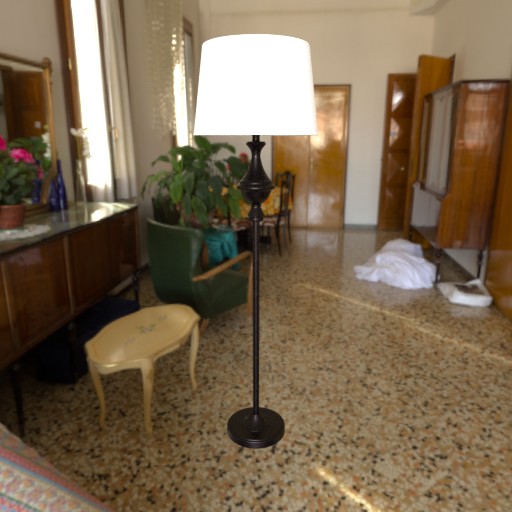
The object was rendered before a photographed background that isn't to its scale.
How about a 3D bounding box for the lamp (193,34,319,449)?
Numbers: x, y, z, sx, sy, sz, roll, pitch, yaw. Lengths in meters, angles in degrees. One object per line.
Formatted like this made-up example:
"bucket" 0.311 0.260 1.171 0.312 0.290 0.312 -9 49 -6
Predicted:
"lamp" 0.000 0.000 1.646 0.431 1.484 0.431 0 15 0
